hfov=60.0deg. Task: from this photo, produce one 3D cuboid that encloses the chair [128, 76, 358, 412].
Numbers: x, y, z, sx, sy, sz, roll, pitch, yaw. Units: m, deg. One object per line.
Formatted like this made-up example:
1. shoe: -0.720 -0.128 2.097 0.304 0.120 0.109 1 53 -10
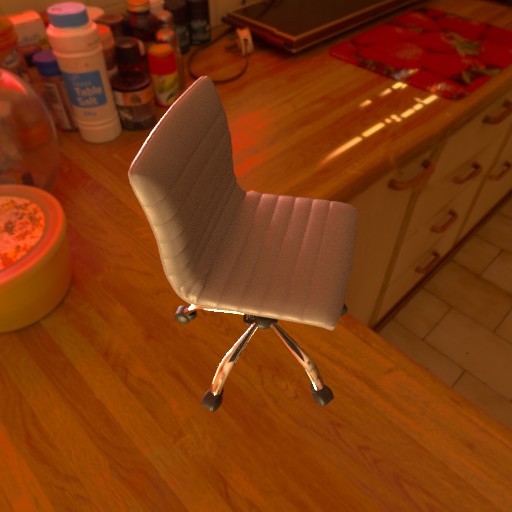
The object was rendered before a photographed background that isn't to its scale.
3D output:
1. chair: 0.000 0.000 1.145 0.542 0.750 0.569 11 48 10
